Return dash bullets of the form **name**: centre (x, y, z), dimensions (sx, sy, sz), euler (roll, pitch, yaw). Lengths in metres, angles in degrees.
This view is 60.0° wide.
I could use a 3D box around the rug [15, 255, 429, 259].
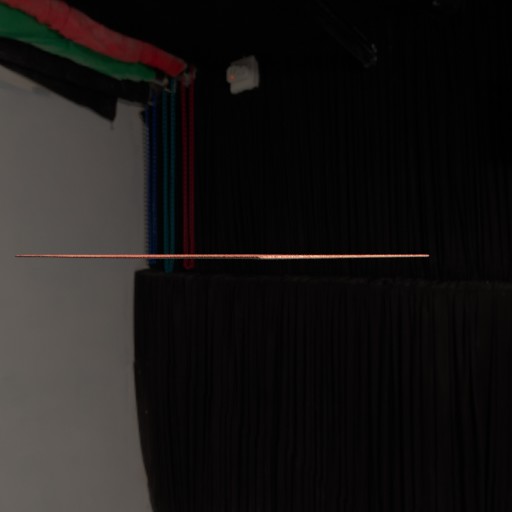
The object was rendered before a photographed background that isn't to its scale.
- **rug**: centre (0.000, 0.000, 5.012), dimensions (2.803, 0.025, 3.965), euler (0, 0, 35)
